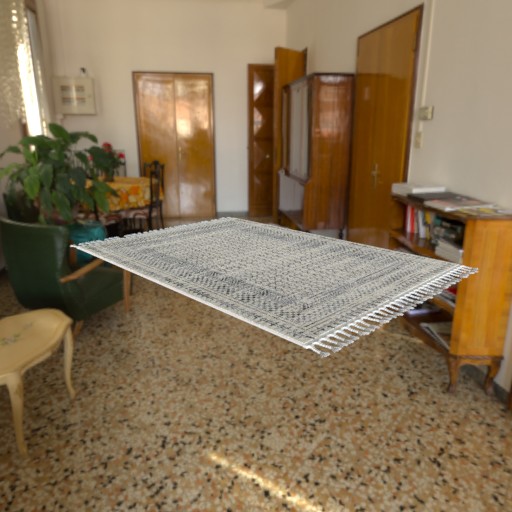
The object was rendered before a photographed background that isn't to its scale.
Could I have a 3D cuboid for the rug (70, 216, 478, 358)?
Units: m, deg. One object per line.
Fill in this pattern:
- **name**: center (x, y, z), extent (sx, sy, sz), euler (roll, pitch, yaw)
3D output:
- **rug**: center (0.000, 0.000, 2.371), extent (1.243, 0.013, 1.872), euler (-15, 22, -42)
